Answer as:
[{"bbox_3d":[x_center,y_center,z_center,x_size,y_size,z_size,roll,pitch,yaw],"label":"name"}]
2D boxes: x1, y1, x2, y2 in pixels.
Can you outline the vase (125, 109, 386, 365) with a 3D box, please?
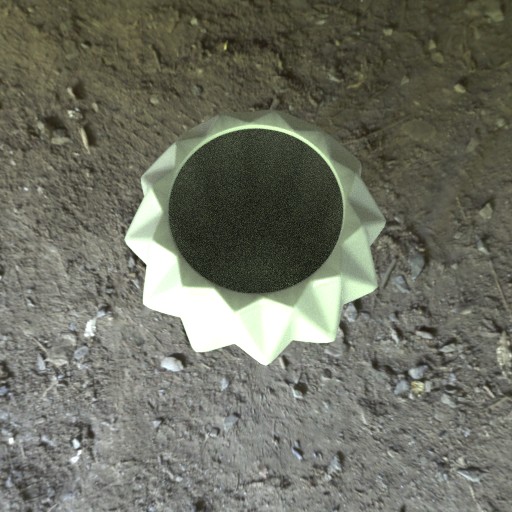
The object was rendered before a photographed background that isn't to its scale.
[{"bbox_3d":[0.000,0.000,0.409,0.195,0.275,0.195,0,77,0],"label":"vase"}]
